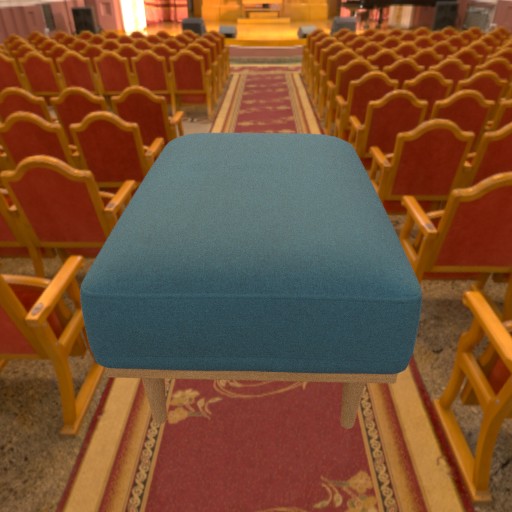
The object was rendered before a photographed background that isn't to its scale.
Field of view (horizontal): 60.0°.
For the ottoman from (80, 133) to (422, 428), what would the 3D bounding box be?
[{"bbox_3d":[0.000,0.000,1.054,0.549,0.428,0.749,1,32,1],"label":"ottoman"}]
